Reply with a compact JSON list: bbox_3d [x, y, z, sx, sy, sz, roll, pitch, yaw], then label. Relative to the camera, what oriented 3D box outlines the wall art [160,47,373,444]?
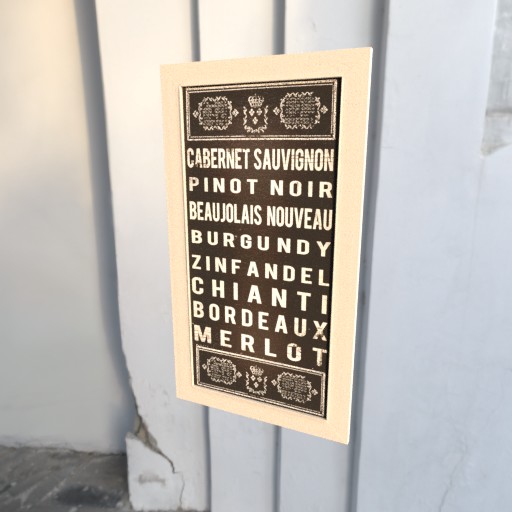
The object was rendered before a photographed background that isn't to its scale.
[{"bbox_3d":[0.000,0.000,0.823,0.380,0.683,0.013,6,16,24],"label":"wall art"}]
